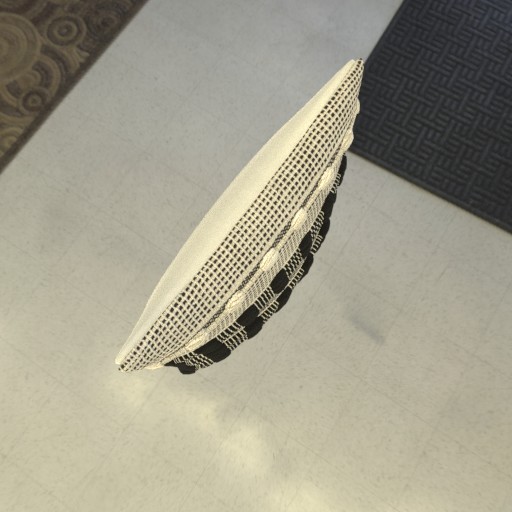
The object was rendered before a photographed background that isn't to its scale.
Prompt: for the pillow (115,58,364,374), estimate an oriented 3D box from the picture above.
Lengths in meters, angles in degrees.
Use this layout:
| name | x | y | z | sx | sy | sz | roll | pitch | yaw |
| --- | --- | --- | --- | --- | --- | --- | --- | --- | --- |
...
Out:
| name | x | y | z | sx | sy | sz | roll | pitch | yaw |
| --- | --- | --- | --- | --- | --- | --- | --- | --- | --- |
| pillow | 0.000 | 0.000 | 0.673 | 0.156 | 0.438 | 0.436 | 35 | 78 | 9 |
